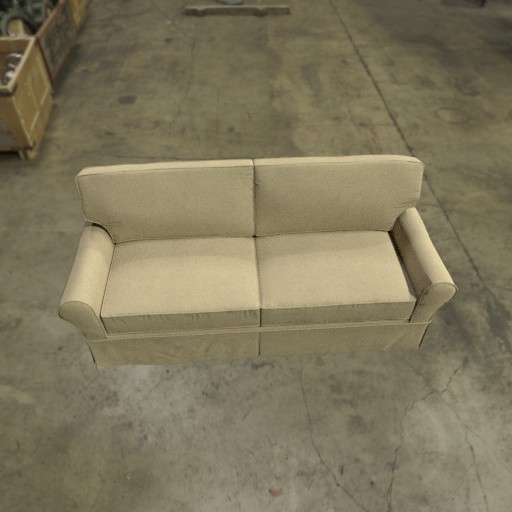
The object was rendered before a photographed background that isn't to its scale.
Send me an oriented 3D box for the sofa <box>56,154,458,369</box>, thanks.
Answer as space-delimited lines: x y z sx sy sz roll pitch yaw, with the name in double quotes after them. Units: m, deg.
0.000 0.000 2.795 2.246 1.014 0.900 -3 46 -3 "sofa"
